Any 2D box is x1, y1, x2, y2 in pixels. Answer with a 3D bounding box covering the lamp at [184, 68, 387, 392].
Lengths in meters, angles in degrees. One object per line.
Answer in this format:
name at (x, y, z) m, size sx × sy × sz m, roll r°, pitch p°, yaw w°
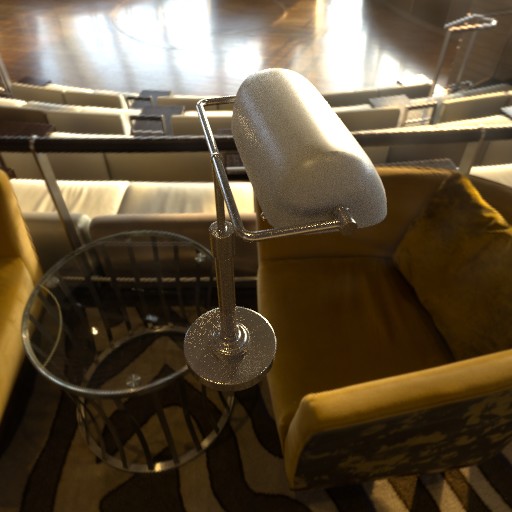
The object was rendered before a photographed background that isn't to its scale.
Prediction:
lamp at (0.000, 0.000, 0.568) m, size 0.227 × 0.404 × 0.269 m, roll -10°, pitch 46°, yaw -10°
